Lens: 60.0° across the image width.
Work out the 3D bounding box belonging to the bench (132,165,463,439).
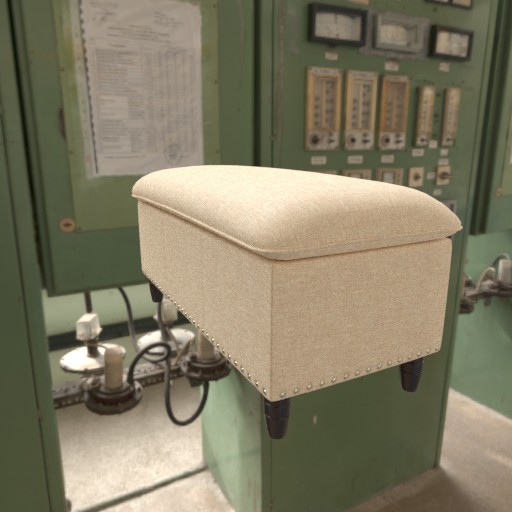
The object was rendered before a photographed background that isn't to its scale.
[{"bbox_3d":[0.000,0.000,1.246,0.483,0.483,0.991,-8,16,-27],"label":"bench"}]
